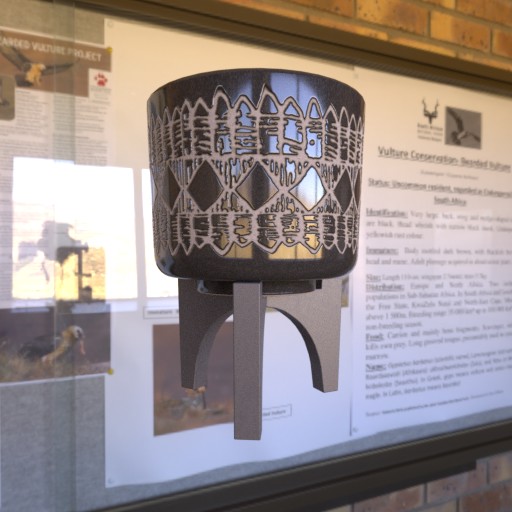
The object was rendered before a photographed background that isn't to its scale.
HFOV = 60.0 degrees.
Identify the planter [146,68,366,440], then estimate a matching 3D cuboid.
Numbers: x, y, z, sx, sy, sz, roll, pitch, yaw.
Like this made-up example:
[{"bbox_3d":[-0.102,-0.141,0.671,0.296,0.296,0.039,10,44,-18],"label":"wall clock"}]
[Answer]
[{"bbox_3d":[0.000,0.000,0.270,0.129,0.177,0.129,0,1,0],"label":"planter"}]
